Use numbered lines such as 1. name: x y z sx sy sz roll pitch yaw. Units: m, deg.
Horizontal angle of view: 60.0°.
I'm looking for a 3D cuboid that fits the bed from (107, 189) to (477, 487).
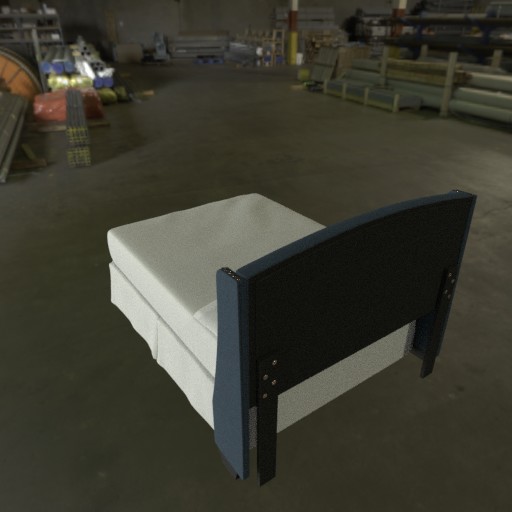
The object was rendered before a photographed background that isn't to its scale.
1. bed: 0.000 0.000 3.278 1.710 1.407 2.237 -19 34 -31
